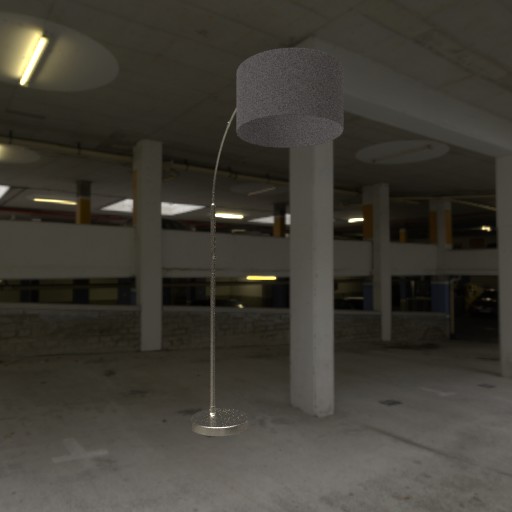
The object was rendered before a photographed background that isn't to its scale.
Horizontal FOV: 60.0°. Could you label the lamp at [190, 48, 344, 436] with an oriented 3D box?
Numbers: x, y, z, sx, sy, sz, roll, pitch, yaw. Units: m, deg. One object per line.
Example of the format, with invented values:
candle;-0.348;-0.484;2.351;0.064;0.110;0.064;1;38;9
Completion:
lamp;0.000;0.000;2.069;0.452;1.735;0.934;1;-2;-36
